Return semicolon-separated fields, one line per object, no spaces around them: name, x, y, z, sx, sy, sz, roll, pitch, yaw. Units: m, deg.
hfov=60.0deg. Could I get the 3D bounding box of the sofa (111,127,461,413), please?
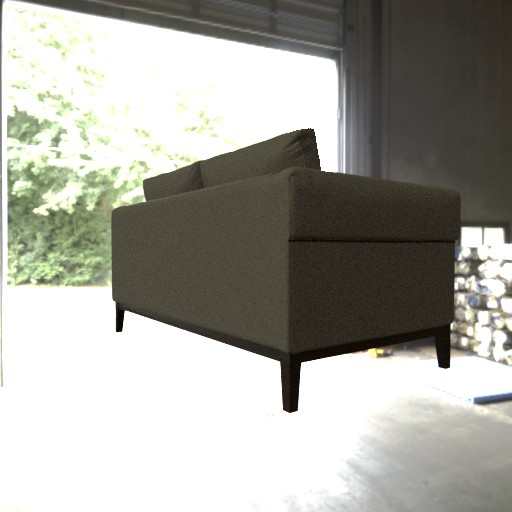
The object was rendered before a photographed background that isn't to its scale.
sofa;0.000;0.000;2.133;0.899;0.873;1.598;-1;1;-36
